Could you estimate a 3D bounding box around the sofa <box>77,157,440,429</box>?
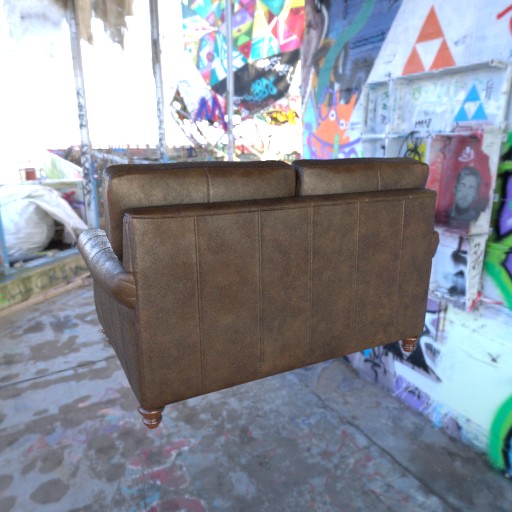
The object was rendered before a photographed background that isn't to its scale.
[{"bbox_3d":[0.000,0.000,2.232,1.616,0.976,0.990,-8,17,-27],"label":"sofa"}]
